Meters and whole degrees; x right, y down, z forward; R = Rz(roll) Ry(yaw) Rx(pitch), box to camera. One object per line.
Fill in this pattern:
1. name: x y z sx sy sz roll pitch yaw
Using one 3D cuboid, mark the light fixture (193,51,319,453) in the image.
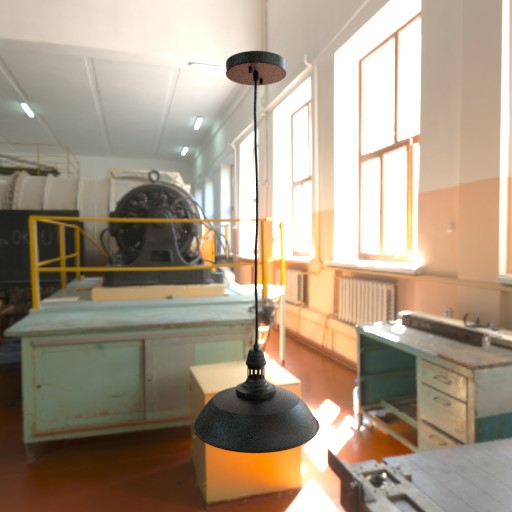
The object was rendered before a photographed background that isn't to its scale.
1. light fixture: 0.000 0.000 1.159 0.331 0.993 0.331 1 2 19
